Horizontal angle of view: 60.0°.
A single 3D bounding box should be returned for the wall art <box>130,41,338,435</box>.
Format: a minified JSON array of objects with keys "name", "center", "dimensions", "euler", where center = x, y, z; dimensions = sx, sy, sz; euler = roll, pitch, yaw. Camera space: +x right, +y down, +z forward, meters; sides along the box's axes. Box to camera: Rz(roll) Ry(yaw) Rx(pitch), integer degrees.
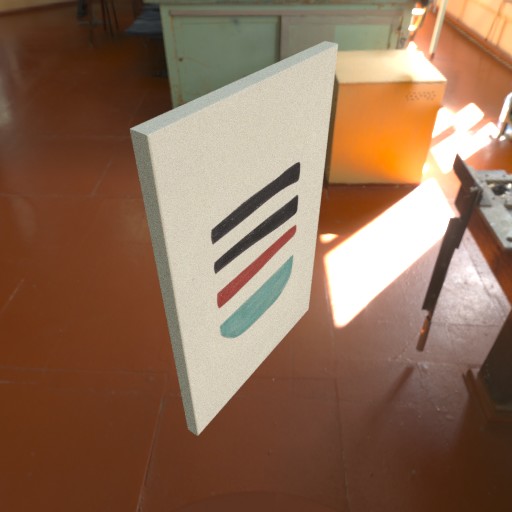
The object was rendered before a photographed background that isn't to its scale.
[{"name":"wall art","center":[0.000,0.000,1.159],"dimensions":[0.038,0.912,0.607],"euler":[25,47,27]}]
